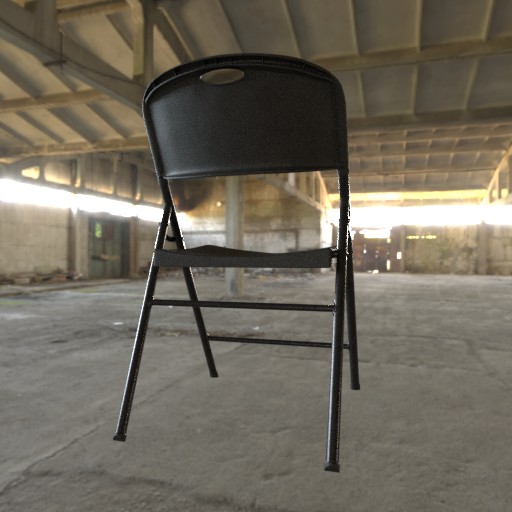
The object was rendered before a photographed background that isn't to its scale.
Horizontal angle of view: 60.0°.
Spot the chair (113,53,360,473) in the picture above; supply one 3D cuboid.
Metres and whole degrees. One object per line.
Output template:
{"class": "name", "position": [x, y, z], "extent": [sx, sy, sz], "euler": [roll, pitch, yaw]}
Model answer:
{"class": "chair", "position": [0.000, 0.000, 1.151], "extent": [0.494, 0.810, 0.567], "euler": [0, 0, 17]}
